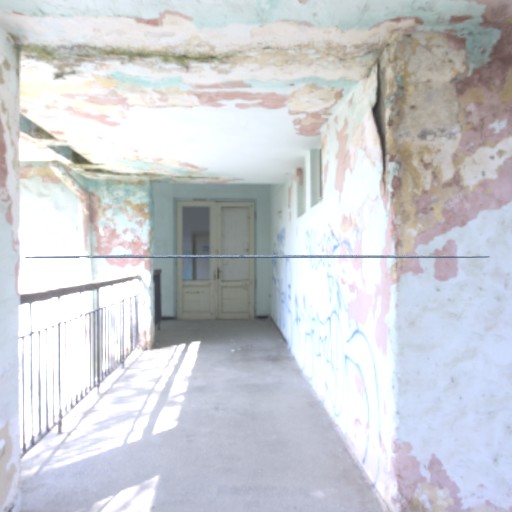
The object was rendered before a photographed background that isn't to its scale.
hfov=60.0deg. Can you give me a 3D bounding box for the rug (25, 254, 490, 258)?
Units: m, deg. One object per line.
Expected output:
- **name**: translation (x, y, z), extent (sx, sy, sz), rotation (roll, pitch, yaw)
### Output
- **rug**: translation (0.000, 0.000, 3.838), extent (2.867, 0.020, 2.277), rotation (0, 0, -1)
